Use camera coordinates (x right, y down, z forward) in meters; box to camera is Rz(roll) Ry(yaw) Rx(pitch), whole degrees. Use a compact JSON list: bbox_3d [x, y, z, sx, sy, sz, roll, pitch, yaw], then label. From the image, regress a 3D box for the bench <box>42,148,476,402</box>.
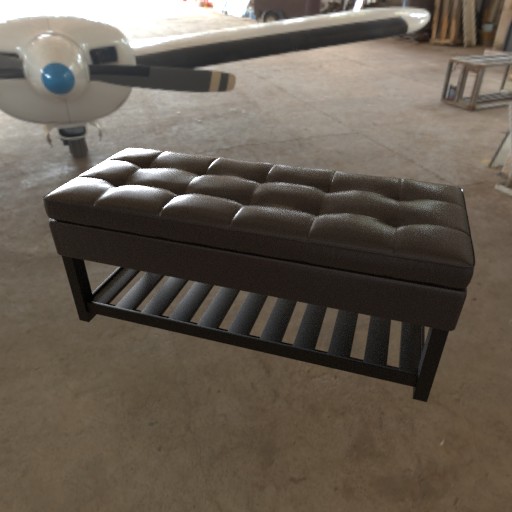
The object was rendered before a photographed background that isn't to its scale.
[{"bbox_3d":[0.000,0.000,1.342,1.105,0.460,0.432,10,34,15],"label":"bench"}]
